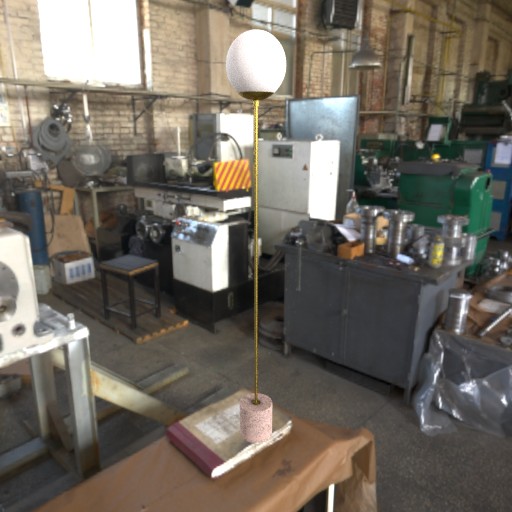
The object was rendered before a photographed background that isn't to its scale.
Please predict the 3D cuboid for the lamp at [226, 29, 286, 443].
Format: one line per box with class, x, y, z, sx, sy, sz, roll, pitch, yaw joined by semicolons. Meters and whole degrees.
lamp;0.000;0.000;1.886;0.229;1.748;0.229;2;16;9
